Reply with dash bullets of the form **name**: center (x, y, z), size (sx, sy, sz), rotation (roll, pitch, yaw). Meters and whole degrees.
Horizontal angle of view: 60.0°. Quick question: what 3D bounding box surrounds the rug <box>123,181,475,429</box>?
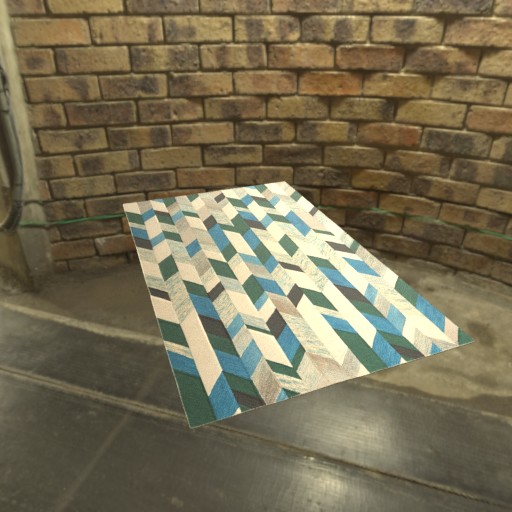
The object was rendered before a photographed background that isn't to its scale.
- **rug**: center (0.000, 0.000, 3.019), size (1.507, 0.007, 2.433), rotation (-11, 32, -18)
